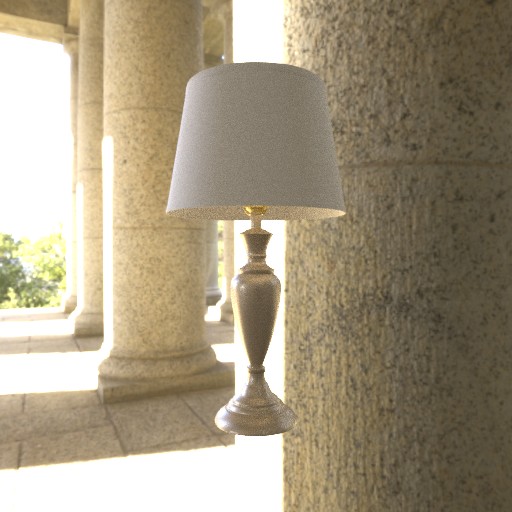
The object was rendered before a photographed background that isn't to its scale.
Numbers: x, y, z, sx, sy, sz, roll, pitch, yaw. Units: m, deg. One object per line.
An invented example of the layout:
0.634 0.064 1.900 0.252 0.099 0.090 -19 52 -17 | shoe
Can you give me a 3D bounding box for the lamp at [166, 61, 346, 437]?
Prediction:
0.000 0.000 0.823 0.328 0.612 0.328 0 1 0 | lamp
